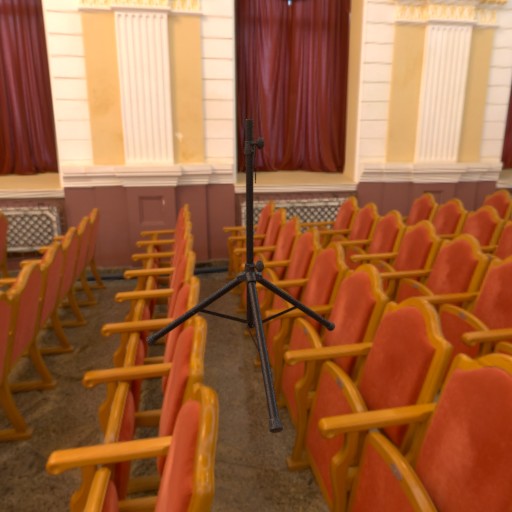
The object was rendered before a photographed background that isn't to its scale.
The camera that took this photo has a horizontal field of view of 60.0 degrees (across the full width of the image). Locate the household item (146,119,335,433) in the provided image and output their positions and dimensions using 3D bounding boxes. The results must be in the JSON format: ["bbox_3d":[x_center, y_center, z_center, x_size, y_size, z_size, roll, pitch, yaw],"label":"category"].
[{"bbox_3d":[0.000,0.000,1.908,1.045,1.136,0.907,-2,15,-9],"label":"household item"}]
